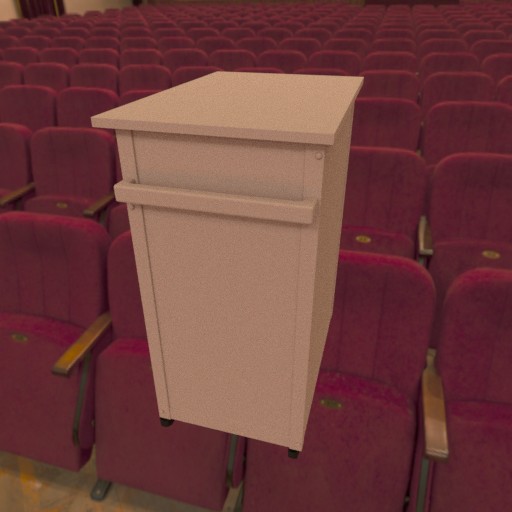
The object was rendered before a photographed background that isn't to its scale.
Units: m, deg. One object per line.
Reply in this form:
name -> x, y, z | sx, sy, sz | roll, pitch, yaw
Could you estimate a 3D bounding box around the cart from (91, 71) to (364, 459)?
cart -> 0.000, 0.000, 1.237 | 0.442, 0.864, 0.683 | 8, 30, 14
